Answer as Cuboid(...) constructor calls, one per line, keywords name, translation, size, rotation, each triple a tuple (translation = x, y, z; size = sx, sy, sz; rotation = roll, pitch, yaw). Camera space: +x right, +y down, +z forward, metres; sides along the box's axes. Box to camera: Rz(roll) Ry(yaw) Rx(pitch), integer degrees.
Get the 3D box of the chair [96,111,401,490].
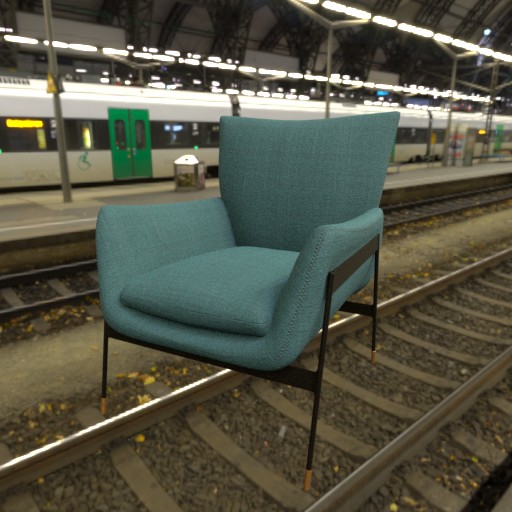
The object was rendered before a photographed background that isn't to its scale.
Cuboid(name="chair", translation=(0.000, 0.000, 1.351), size=(0.678, 0.859, 0.769), rotation=(8, 17, 26))
